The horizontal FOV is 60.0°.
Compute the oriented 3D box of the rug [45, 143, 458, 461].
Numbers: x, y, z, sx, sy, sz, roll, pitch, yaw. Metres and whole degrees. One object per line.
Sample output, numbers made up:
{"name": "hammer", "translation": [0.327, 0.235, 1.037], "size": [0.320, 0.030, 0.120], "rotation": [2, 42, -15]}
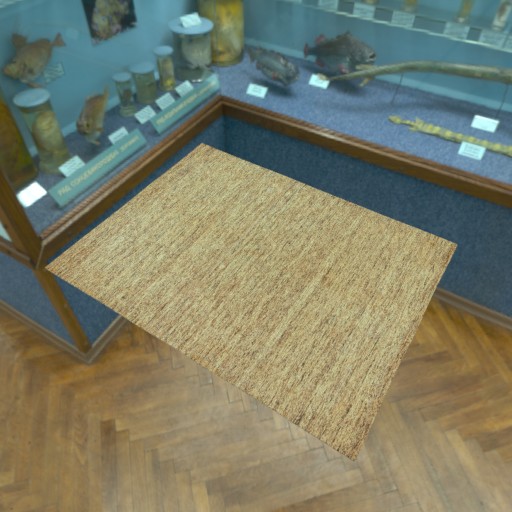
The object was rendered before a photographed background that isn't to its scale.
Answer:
{"name": "rug", "translation": [0.000, 0.000, 4.307], "size": [3.200, 0.012, 2.438], "rotation": [26, 53, 21]}
